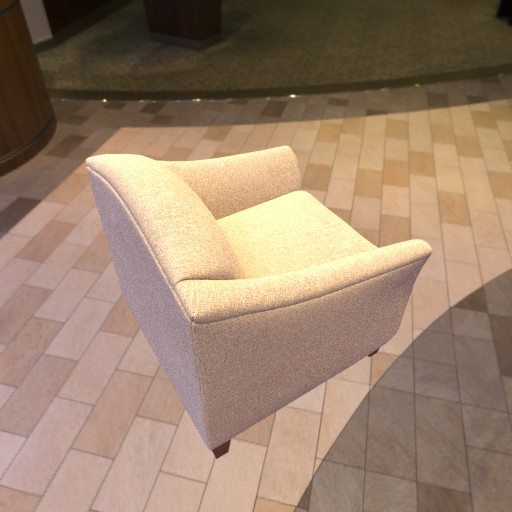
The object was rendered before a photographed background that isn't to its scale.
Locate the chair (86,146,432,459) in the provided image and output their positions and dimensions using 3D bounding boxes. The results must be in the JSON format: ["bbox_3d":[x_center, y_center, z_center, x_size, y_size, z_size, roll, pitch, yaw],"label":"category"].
[{"bbox_3d":[0.000,0.000,1.472,0.787,0.839,0.763,-23,46,-24],"label":"chair"}]
